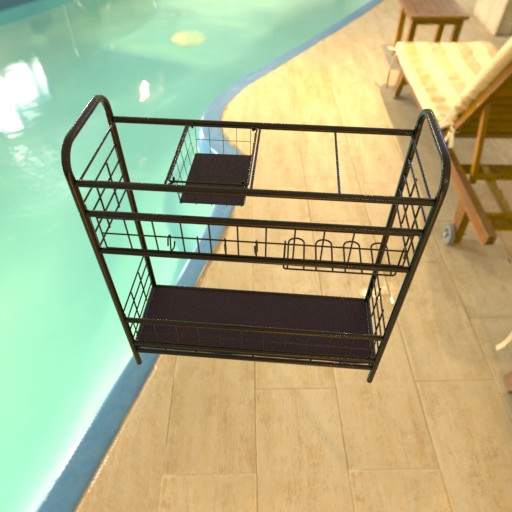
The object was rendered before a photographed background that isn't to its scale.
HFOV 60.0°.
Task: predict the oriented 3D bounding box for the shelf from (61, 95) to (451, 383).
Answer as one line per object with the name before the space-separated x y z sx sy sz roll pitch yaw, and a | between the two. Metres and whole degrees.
shelf | 0.000 0.000 1.536 0.961 1.026 0.350 4 47 3
